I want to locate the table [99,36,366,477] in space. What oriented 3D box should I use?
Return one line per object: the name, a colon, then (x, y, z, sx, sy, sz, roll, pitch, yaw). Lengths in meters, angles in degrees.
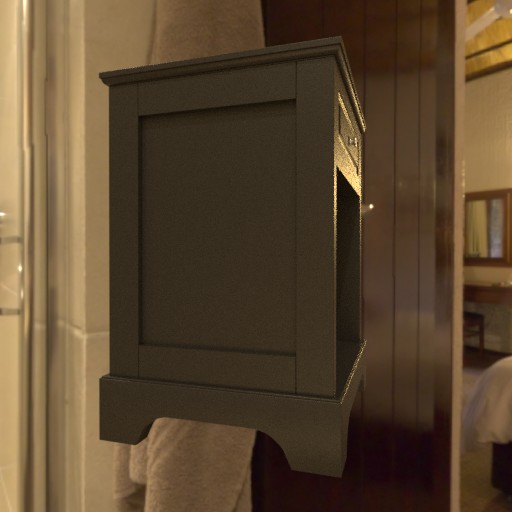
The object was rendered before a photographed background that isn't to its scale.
table: (0.000, 0.000, 0.891, 0.399, 0.610, 0.460, 0, 0, 18)
